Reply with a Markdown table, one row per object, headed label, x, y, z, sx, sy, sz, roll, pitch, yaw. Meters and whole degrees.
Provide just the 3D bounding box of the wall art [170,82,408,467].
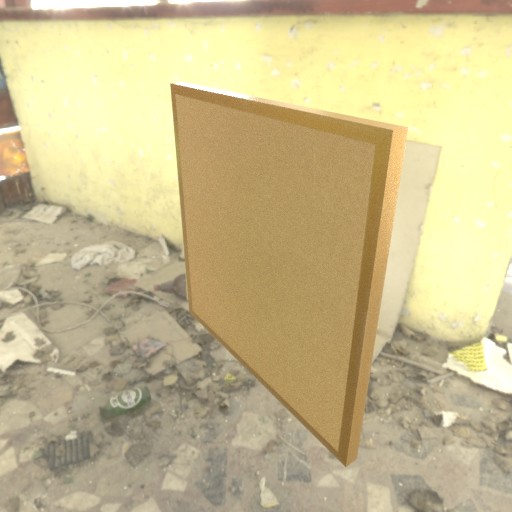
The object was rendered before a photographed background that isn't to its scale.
| label | x | y | z | sx | sy | sz | roll | pitch | yaw |
| --- | --- | --- | --- | --- | --- | --- | --- | --- | --- |
| wall art | 0.000 | 0.000 | 1.127 | 0.037 | 0.760 | 0.762 | -18 | 33 | -31 |
